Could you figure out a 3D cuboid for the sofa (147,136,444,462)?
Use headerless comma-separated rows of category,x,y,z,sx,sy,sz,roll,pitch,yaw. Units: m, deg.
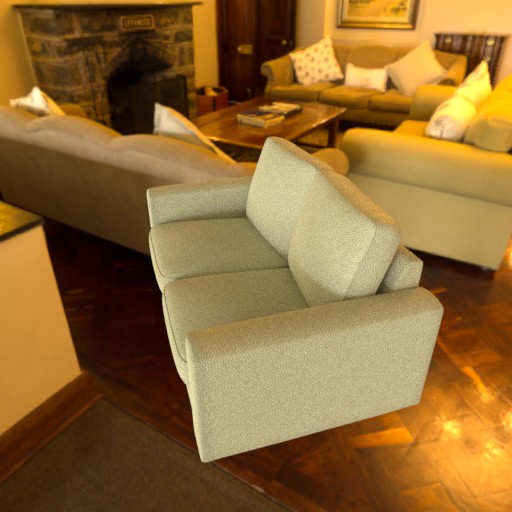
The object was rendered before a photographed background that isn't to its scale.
sofa,0.000,0.000,2.285,1.016,0.873,1.616,-9,32,-15
